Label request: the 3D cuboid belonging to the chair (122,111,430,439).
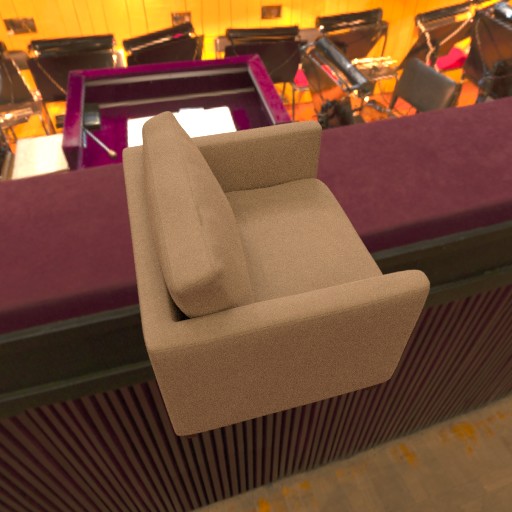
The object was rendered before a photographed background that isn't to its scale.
[{"bbox_3d":[0.000,0.000,1.890,0.959,0.961,1.107,-11,48,-10],"label":"chair"}]
